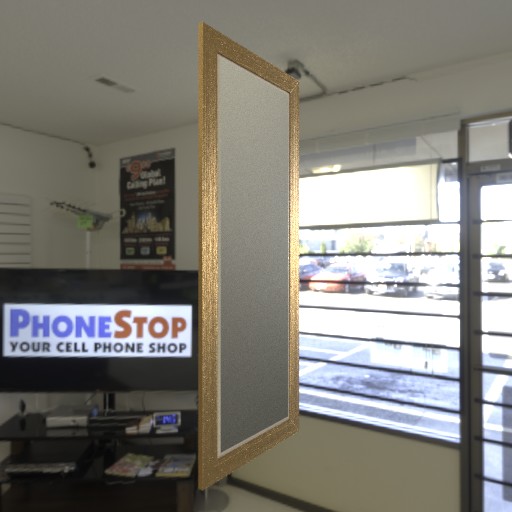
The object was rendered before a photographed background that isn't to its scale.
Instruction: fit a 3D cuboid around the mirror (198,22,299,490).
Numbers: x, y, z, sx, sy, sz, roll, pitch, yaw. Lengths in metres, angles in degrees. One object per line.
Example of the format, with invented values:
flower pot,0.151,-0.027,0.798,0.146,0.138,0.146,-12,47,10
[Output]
mirror,0.000,0.000,2.255,0.025,2.031,0.812,0,0,36
